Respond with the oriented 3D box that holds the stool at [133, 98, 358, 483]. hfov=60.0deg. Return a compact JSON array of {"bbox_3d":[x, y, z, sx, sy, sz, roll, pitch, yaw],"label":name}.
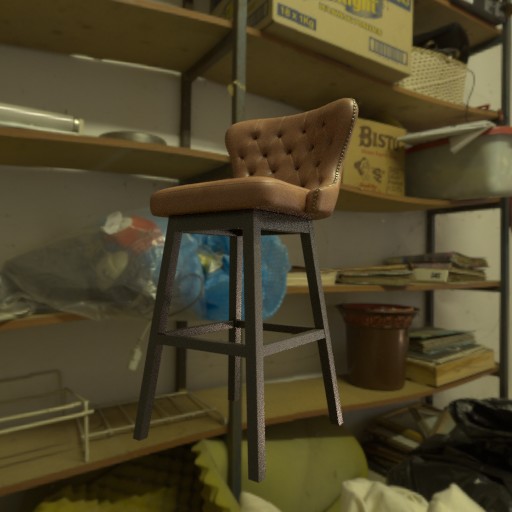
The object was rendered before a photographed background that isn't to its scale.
[{"bbox_3d":[0.000,0.000,1.395,0.528,1.050,0.601,0,-1,35],"label":"stool"}]
